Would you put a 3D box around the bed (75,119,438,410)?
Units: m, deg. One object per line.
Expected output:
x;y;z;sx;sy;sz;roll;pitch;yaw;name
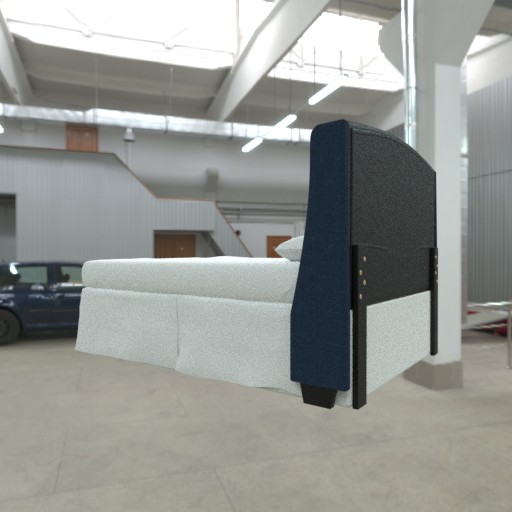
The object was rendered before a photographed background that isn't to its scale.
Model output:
0.000;0.000;3.268;2.223;1.402;1.604;0;0;36;bed
